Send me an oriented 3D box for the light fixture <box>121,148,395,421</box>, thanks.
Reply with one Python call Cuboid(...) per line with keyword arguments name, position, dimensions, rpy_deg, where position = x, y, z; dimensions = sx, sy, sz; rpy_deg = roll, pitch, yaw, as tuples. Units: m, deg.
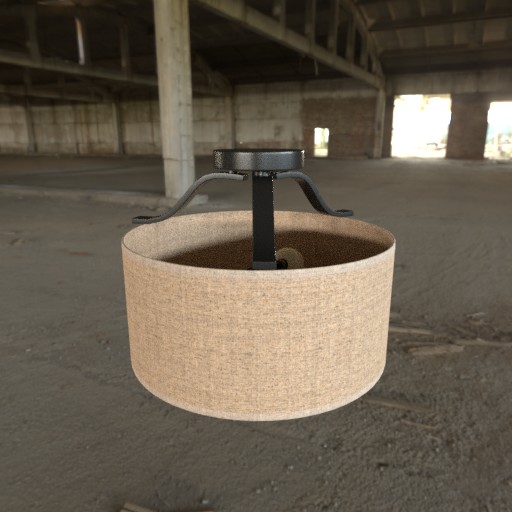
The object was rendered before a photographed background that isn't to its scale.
Cuboid(name="light fixture", position=(0.000, 0.000, 0.655), dimensions=(0.390, 0.306, 0.390), rpy_deg=(0, 15, 0))
